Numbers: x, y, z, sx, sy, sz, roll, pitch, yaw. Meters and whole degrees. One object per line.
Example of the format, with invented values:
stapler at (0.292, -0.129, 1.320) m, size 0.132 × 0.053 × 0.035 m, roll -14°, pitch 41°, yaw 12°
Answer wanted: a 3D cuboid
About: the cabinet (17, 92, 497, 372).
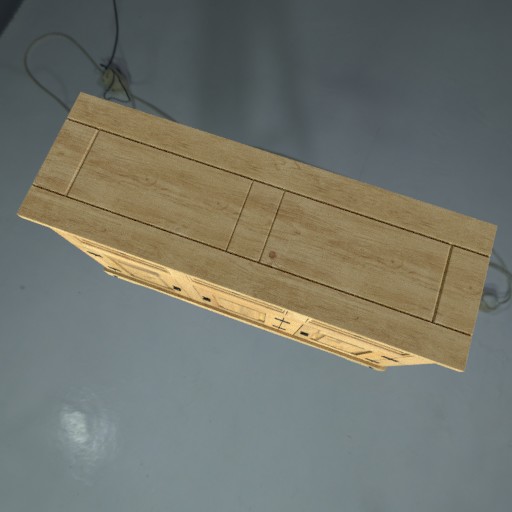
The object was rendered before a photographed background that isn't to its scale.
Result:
cabinet at (0.000, 0.000, 1.672) m, size 1.321 × 0.810 × 0.432 m, roll 19°, pitch 76°, yaw 5°
